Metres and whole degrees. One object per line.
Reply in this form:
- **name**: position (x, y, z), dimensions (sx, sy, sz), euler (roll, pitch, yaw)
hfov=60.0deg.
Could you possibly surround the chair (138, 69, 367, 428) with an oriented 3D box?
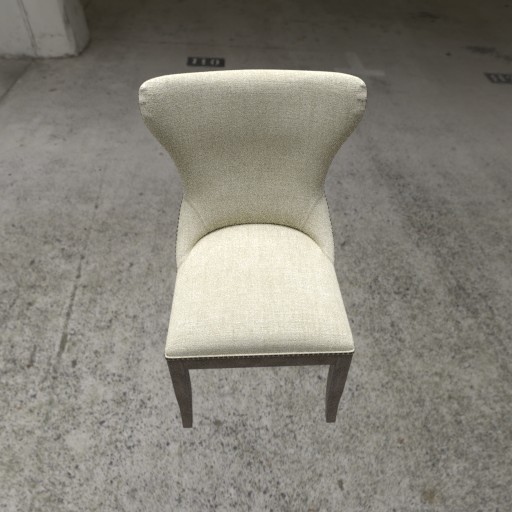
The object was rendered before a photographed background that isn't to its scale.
- **chair**: position (0.000, 0.000, 1.445), dimensions (0.654, 1.002, 0.681), euler (-2, 44, -2)
